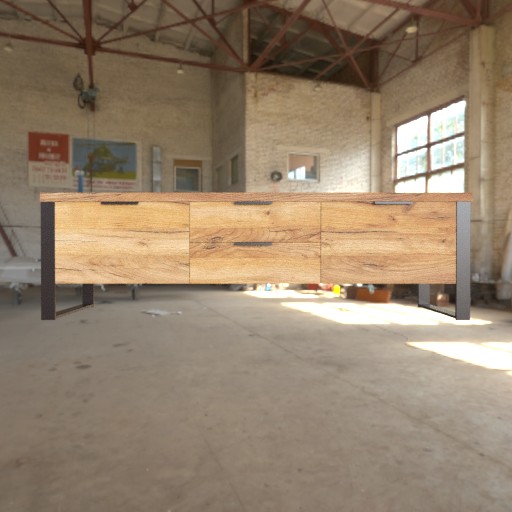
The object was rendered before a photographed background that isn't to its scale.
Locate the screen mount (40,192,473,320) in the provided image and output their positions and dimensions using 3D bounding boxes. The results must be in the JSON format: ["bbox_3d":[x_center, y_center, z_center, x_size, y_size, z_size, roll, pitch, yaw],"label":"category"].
[{"bbox_3d":[0.000,0.000,1.743,1.524,0.450,0.395,0,1,0],"label":"screen mount"}]
